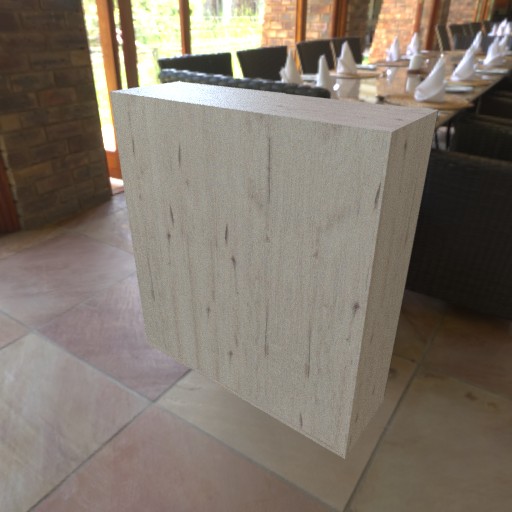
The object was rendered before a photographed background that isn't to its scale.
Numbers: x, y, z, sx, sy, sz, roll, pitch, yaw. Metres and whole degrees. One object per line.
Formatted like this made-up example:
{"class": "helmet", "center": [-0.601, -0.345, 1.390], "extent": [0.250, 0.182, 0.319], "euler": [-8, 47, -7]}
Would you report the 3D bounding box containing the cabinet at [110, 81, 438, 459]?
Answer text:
{"class": "cabinet", "center": [0.000, 0.000, 3.236], "extent": [2.000, 2.180, 0.660], "euler": [20, 34, 32]}
